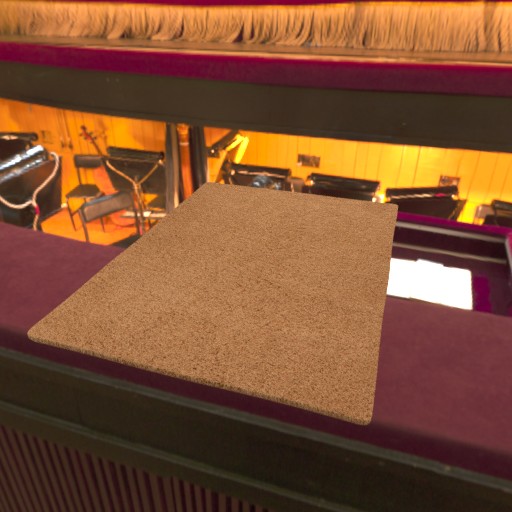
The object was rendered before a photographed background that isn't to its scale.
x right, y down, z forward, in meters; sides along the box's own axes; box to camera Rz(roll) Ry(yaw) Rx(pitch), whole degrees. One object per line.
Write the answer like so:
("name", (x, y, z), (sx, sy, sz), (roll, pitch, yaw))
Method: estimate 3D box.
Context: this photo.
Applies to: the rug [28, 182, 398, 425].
("rug", (0.000, 0.000, 2.058), (1.199, 0.025, 1.600), (9, 31, 16))
